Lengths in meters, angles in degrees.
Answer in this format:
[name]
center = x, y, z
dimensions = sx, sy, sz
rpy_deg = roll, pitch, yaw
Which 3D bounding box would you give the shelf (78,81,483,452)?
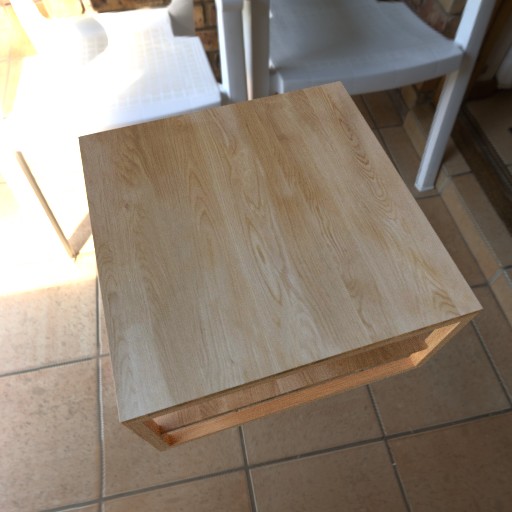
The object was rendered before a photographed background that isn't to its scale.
[shelf]
center = 0.000, 0.000, 1.452
dimensions = 0.899, 0.480, 0.899
rpy_deg = -15, 60, -9
